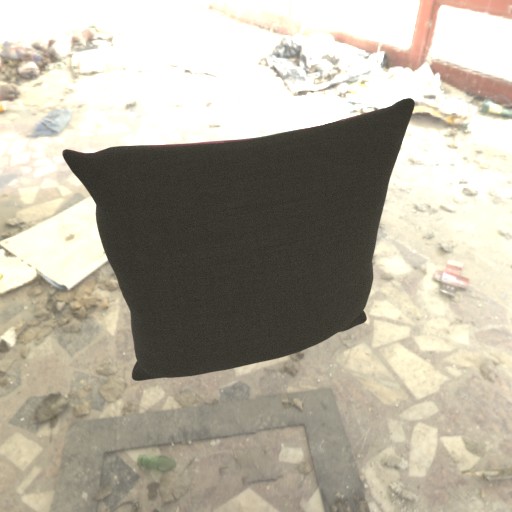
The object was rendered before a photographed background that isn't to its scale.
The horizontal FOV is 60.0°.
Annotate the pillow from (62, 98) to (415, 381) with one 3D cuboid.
[{"bbox_3d":[0.000,0.000,0.756,0.503,0.496,0.208,-12,42,-13],"label":"pillow"}]
